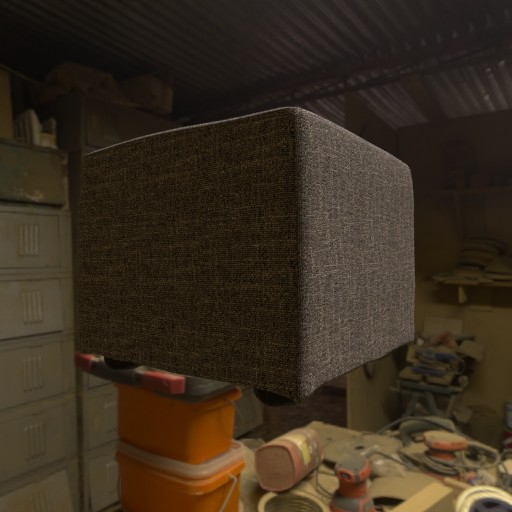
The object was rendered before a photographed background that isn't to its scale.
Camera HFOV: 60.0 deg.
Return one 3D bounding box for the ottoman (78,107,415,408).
[{"bbox_3d":[0.000,0.000,0.926,0.512,0.453,0.521,0,0,36],"label":"ottoman"}]
